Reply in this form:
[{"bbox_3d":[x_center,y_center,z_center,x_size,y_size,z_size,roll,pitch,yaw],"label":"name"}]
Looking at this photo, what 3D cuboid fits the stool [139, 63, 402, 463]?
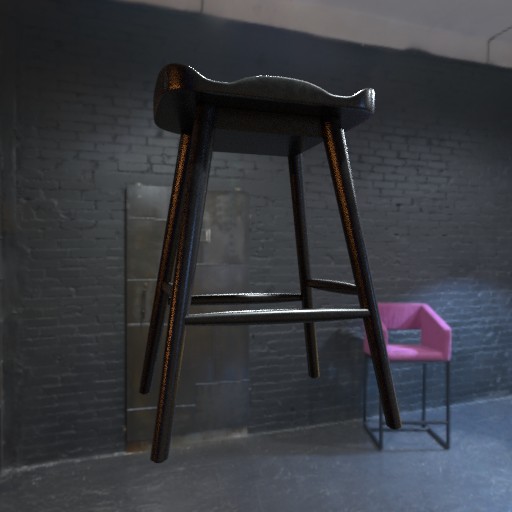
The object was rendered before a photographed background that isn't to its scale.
[{"bbox_3d":[0.000,0.000,0.888,0.440,0.615,0.361,0,0,-18],"label":"stool"}]
